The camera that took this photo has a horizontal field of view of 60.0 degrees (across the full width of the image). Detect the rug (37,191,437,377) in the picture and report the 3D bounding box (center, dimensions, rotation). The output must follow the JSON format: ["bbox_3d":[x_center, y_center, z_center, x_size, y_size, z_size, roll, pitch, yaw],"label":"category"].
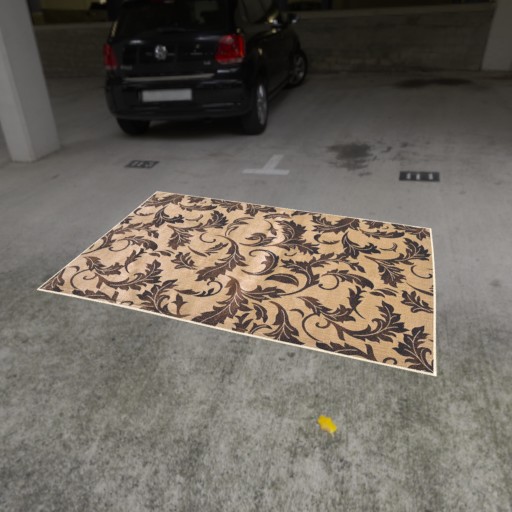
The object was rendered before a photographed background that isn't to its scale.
[{"bbox_3d":[0.000,0.000,2.980,2.284,0.008,1.522,9,33,15],"label":"rug"}]
